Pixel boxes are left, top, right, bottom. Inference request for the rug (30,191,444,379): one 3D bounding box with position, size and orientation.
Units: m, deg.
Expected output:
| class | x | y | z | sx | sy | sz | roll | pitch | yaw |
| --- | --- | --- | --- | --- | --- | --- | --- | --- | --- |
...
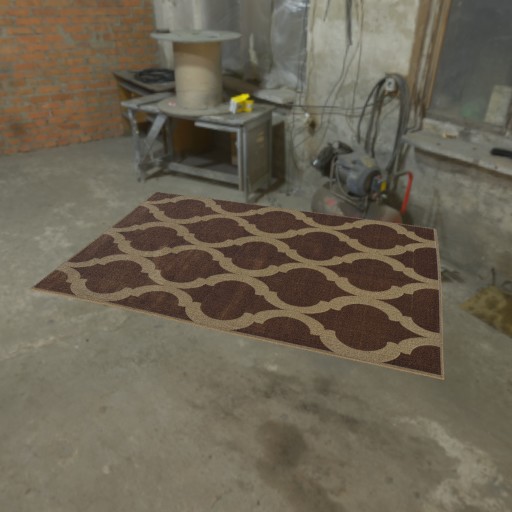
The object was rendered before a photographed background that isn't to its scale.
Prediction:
| class | x | y | z | sx | sy | sz | roll | pitch | yaw |
| --- | --- | --- | --- | --- | --- | --- | --- | --- | --- |
| rug | 0.000 | 0.000 | 2.905 | 2.290 | 0.014 | 1.526 | 9 | 32 | 15 |
